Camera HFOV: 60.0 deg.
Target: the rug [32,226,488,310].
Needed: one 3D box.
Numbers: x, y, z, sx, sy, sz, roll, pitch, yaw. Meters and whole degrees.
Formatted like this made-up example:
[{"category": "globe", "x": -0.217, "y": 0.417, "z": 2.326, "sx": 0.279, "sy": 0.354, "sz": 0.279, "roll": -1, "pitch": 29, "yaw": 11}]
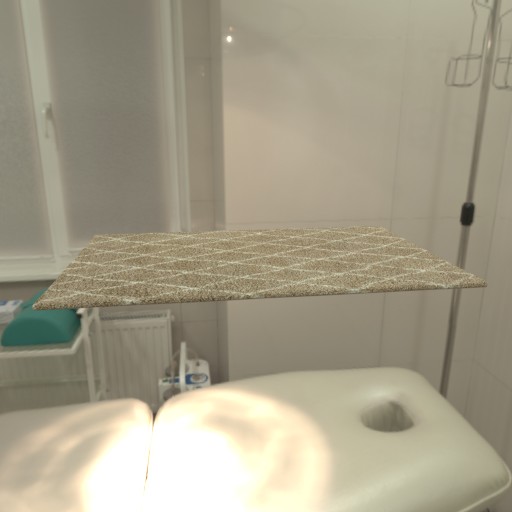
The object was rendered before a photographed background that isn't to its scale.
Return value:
[{"category": "rug", "x": 0.000, "y": 0.000, "z": 3.057, "sx": 2.438, "sy": 0.030, "sz": 1.524, "roll": -2, "pitch": 16, "yaw": -8}]
